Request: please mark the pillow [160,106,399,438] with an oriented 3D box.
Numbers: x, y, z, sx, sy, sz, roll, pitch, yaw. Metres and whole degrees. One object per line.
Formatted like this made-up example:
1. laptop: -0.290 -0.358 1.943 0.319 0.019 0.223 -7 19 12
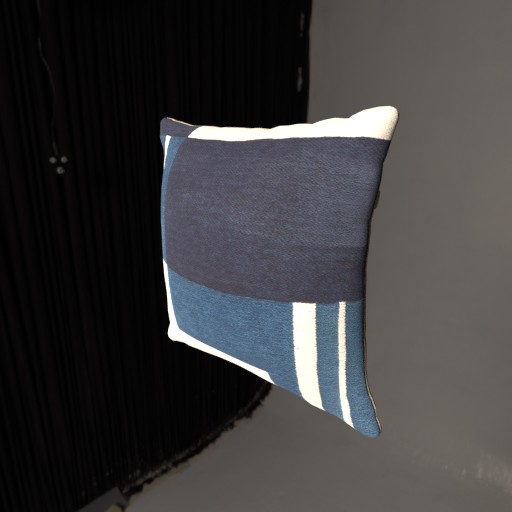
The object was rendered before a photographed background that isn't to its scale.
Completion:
1. pillow: 0.000 0.000 0.811 0.536 0.506 0.229 14 21 40
